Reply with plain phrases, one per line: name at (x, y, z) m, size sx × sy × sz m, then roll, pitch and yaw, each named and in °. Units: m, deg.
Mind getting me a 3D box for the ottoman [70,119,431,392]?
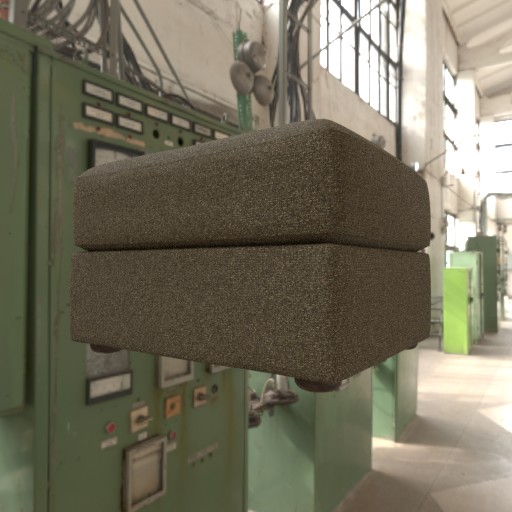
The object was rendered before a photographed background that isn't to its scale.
ottoman at (0.000, 0.000, 1.115) m, size 0.742 × 0.476 × 0.598 m, roll -1°, pitch -2°, yaw 35°
